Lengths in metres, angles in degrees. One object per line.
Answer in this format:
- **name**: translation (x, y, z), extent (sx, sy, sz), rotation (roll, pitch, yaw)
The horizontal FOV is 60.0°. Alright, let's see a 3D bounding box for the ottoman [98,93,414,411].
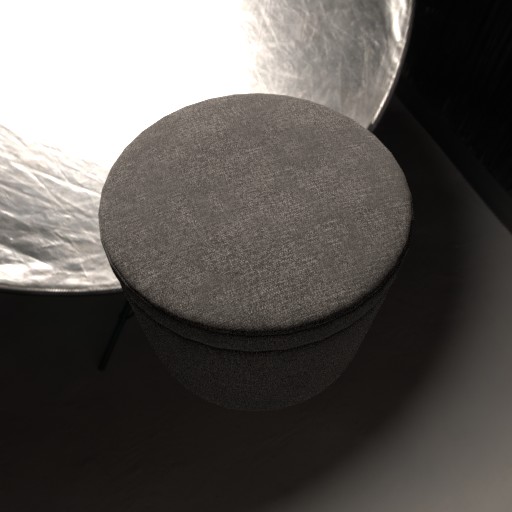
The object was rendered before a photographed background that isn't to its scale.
- **ottoman**: translation (0.000, 0.000, 0.864), extent (0.500, 0.419, 0.500), rotation (0, 57, 0)
